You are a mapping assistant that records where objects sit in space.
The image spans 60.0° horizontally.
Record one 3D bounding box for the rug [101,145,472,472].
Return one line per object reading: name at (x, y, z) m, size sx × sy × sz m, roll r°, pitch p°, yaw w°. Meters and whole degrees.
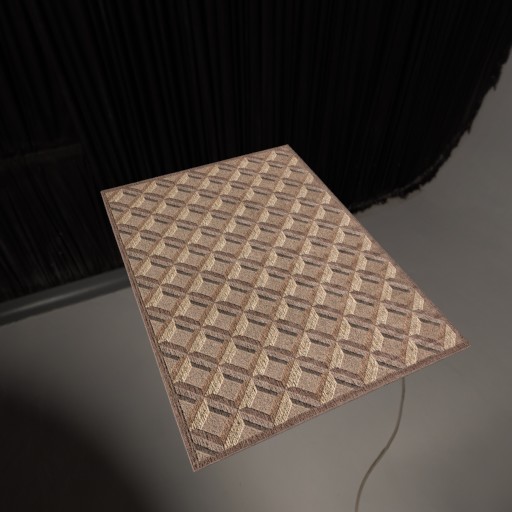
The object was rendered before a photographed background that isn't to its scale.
rug at (0.000, 0.000, 4.310) m, size 2.382 × 0.018 × 3.294 m, roll -18°, pitch 49°, yaw -17°
